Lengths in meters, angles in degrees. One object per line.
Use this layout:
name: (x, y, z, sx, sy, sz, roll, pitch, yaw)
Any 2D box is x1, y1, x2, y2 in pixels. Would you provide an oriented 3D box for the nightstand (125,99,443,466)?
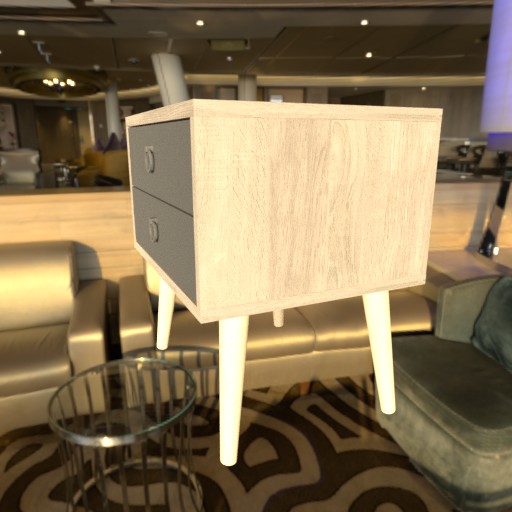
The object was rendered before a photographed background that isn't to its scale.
nightstand: (0.000, 0.000, 0.817, 0.380, 0.500, 0.450, -7, 16, -24)
